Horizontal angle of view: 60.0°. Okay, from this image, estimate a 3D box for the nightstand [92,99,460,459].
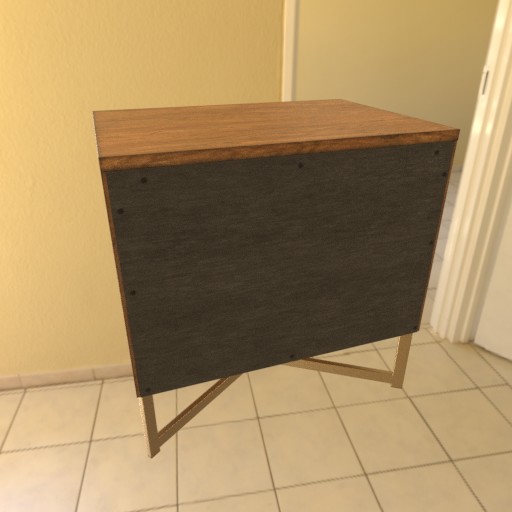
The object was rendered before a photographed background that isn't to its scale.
[{"bbox_3d":[0.000,0.000,1.016,0.610,0.610,0.446,-9,28,-17],"label":"nightstand"}]
